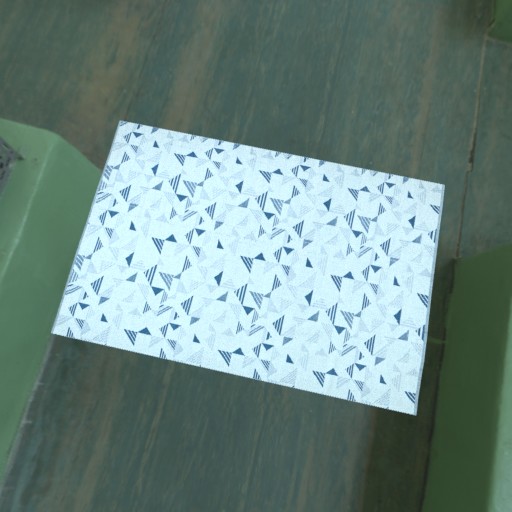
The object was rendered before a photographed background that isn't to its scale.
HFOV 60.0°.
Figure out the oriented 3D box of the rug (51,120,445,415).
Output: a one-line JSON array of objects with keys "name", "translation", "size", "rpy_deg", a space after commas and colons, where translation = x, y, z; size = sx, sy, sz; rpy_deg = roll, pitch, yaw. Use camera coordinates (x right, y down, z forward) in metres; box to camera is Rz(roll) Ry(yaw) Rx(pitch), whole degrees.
[{"name": "rug", "translation": [0.000, 0.000, 2.299], "size": [1.835, 0.003, 1.206], "rpy_deg": [12, 77, 3]}]
